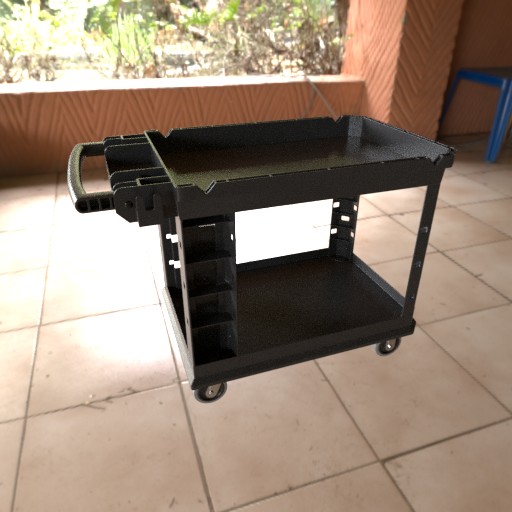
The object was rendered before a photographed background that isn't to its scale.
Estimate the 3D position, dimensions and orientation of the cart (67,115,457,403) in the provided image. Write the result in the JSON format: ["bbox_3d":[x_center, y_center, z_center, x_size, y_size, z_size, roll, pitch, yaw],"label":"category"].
[{"bbox_3d":[0.000,0.000,1.751,1.239,0.884,0.674,-10,30,-17],"label":"cart"}]
